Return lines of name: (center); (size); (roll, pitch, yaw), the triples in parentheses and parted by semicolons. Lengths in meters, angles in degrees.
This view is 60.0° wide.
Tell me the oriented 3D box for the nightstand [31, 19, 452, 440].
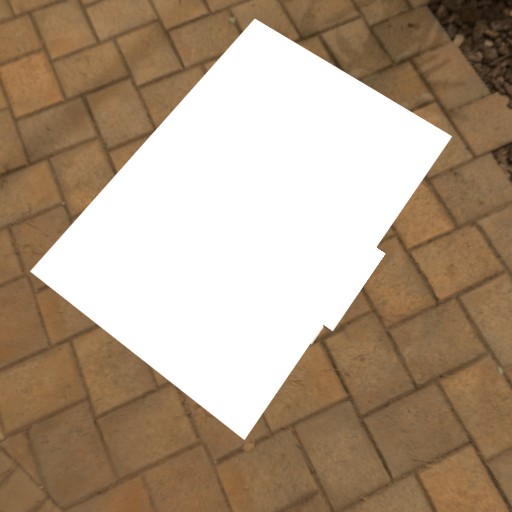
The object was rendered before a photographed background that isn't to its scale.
nightstand: (0.000, 0.000, 0.757); (0.325, 0.460, 0.441); (35, 77, 9)
